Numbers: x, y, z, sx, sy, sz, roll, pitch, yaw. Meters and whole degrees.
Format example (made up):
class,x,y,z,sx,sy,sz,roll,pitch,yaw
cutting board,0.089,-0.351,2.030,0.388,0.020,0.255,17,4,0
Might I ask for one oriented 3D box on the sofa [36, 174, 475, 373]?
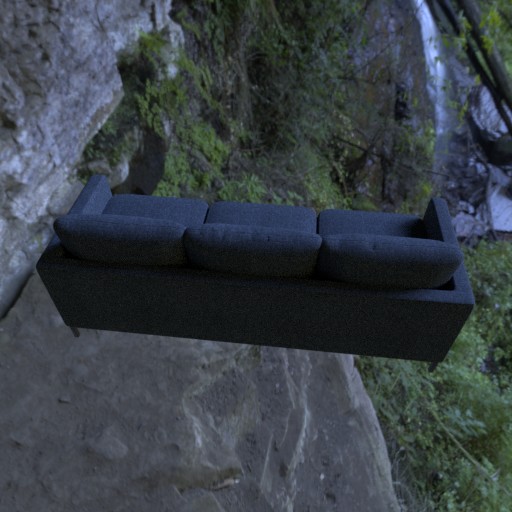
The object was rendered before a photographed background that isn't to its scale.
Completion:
class,x,y,z,sx,sy,sz,roll,pitch,yaw
sofa,0.000,0.000,2.647,2.218,0.874,0.859,5,46,4
